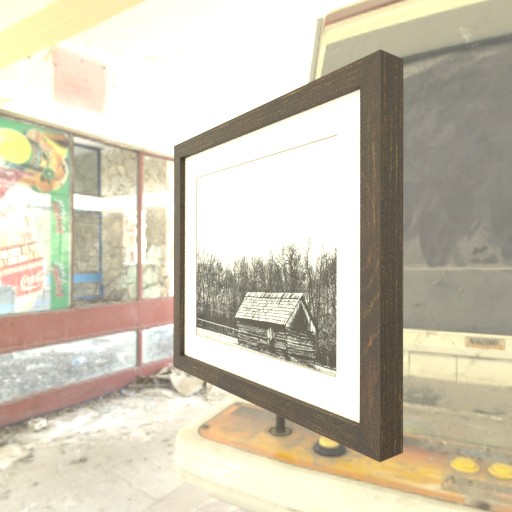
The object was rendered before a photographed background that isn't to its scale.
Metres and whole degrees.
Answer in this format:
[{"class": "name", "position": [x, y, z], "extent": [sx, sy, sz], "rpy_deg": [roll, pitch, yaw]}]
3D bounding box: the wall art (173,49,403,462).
[{"class": "wall art", "position": [0.000, 0.000, 0.518], "extent": [0.031, 0.330, 0.381], "rpy_deg": [0, 0, -36]}]
